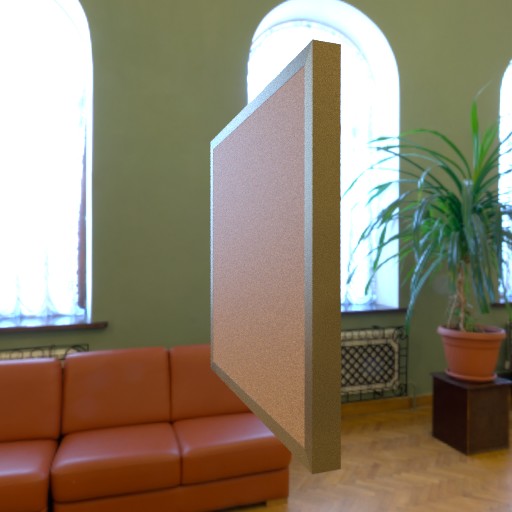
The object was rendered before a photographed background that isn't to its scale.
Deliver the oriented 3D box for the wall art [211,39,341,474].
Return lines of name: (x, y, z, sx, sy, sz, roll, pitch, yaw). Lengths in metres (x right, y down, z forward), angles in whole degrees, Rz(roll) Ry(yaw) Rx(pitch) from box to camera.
wall art: (0.000, 0.000, 0.763, 0.038, 0.508, 0.507, 0, 0, -19)
